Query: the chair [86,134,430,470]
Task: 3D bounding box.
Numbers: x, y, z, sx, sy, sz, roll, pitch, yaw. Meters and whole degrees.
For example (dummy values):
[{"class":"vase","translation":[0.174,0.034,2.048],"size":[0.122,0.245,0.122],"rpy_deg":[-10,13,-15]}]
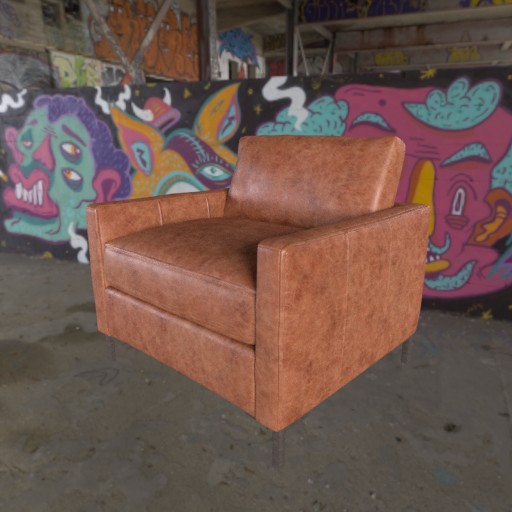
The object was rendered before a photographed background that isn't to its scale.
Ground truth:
[{"class":"chair","translation":[0.000,0.000,1.642],"size":[0.967,0.869,0.862],"rpy_deg":[14,20,41]}]
